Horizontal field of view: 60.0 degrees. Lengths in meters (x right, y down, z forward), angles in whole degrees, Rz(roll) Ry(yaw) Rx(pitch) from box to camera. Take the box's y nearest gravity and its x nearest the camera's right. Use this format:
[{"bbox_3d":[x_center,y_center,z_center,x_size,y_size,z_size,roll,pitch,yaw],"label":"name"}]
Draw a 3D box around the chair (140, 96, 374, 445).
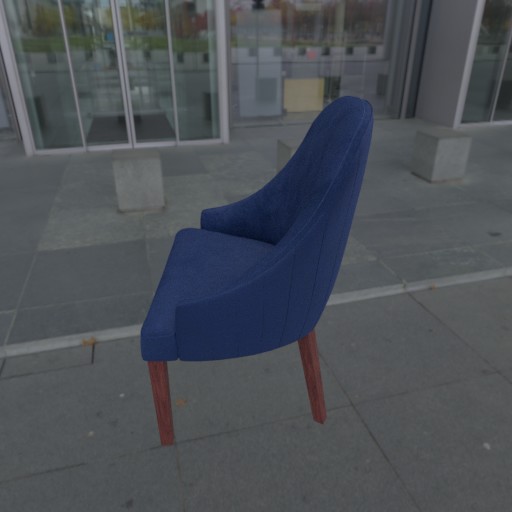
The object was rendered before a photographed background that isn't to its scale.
[{"bbox_3d":[0.000,0.000,1.317,0.575,0.889,0.643,0,27,-1],"label":"chair"}]
